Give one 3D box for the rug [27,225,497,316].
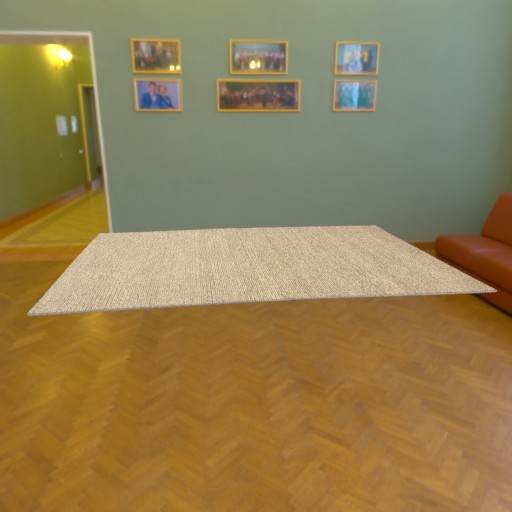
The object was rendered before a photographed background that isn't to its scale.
[{"bbox_3d":[0.000,0.000,2.940,2.342,0.030,1.609,-2,16,-7],"label":"rug"}]
